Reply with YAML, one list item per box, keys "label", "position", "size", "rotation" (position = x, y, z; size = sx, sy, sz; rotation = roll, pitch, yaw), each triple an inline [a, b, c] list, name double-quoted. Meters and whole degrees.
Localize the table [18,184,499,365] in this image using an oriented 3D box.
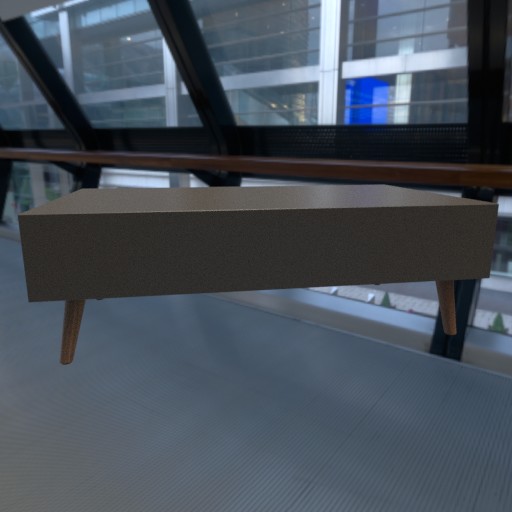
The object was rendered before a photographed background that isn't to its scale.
- label: "table"
  position: [0.000, 0.000, 1.471]
  size: [1.201, 0.404, 0.703]
  rotation: [-2, 14, -9]
